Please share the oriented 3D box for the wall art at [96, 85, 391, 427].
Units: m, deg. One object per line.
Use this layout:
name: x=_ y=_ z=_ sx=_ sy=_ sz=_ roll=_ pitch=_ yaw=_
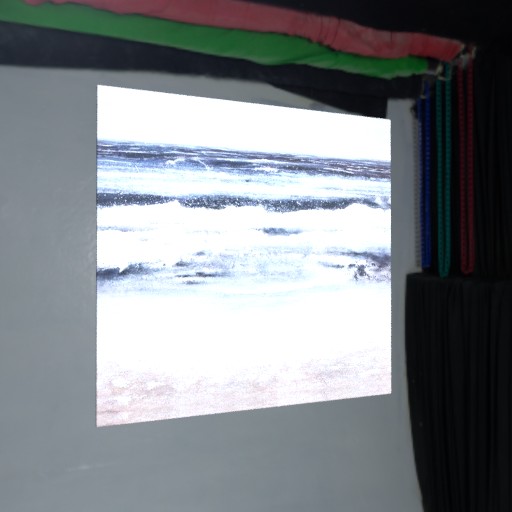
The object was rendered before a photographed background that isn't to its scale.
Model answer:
wall art: x=0.000 y=0.000 z=1.115 sx=0.755 sy=0.747 sz=0.065 roll=0 pitch=0 yaw=-19
